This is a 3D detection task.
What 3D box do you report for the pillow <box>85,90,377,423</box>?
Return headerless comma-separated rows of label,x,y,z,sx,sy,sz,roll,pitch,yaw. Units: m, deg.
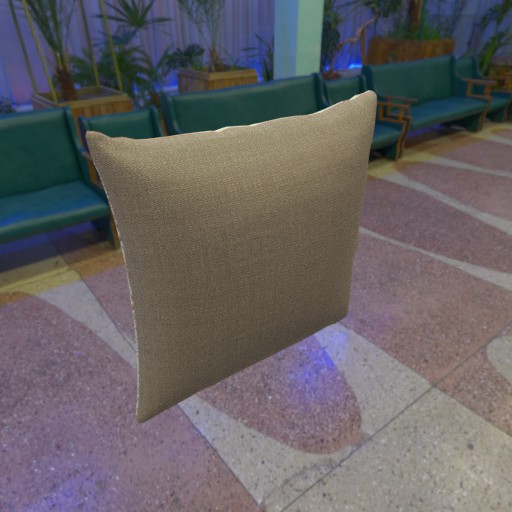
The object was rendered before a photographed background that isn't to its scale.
pillow,0.000,0.000,0.789,0.521,0.519,0.215,-20,36,-30
